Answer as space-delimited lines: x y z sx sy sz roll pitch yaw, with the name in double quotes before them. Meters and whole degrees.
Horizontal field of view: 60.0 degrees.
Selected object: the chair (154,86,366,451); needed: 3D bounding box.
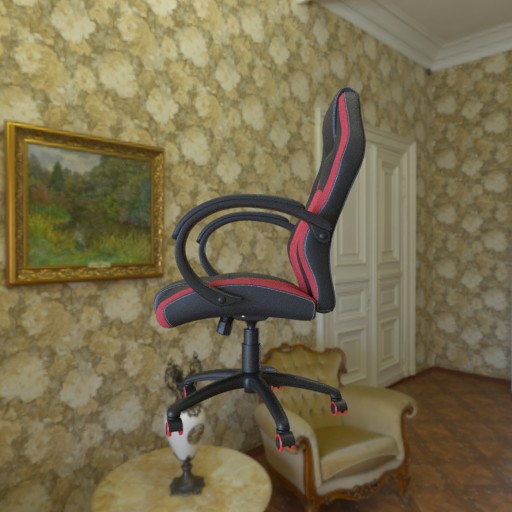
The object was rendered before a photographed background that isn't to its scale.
"chair" 0.000 0.000 1.659 0.724 1.187 0.673 0 1 -1
